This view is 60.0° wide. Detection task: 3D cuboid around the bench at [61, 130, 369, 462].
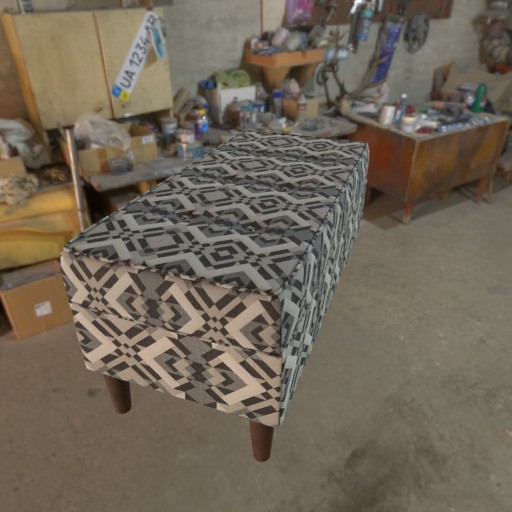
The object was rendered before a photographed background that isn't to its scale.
[{"bbox_3d":[0.000,0.000,1.321,0.492,0.477,1.016,11,32,18],"label":"bench"}]
